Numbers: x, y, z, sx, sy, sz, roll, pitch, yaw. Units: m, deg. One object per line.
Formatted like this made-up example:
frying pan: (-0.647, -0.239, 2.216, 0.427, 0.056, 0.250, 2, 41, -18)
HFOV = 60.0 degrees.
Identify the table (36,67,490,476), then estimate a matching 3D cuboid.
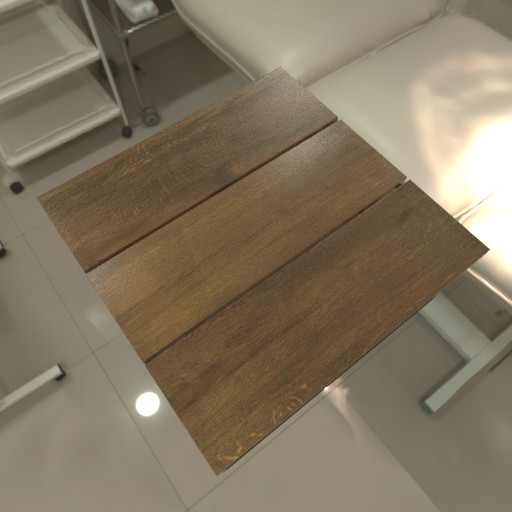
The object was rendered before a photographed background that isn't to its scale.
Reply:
table: (0.000, 0.000, 1.409, 0.900, 0.400, 0.900, -34, 67, -16)
